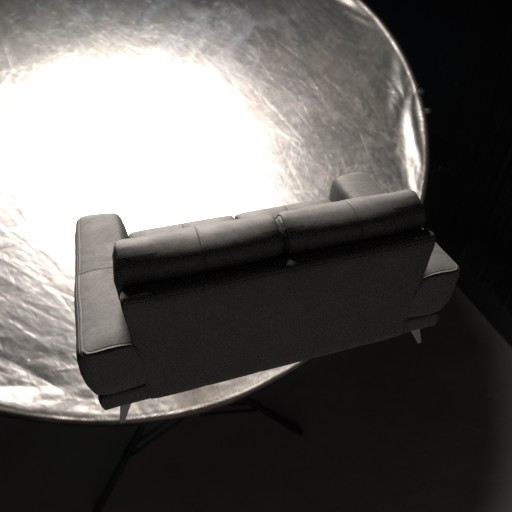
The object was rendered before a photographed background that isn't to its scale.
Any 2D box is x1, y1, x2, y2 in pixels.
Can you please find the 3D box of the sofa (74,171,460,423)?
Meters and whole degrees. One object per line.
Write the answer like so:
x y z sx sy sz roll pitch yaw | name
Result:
0.000 0.000 2.332 1.806 0.907 1.018 -11 41 -13 | sofa
